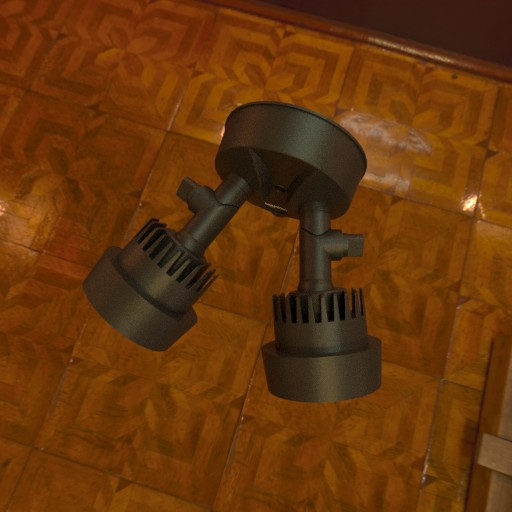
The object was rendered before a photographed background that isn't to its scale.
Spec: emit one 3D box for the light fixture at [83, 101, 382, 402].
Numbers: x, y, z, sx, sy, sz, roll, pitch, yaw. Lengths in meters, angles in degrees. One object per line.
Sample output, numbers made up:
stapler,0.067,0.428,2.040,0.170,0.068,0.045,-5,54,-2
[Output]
light fixture,0.000,0.000,0.310,0.213,0.120,0.168,19,75,5
